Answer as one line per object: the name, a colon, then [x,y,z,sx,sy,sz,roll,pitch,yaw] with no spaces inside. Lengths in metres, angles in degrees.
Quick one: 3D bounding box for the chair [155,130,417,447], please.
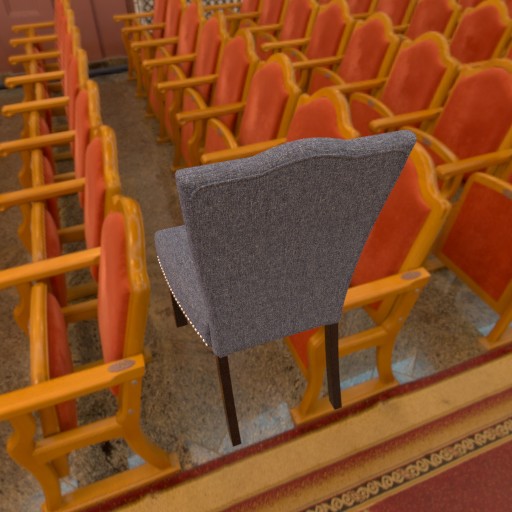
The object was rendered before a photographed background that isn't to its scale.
chair: [0.000,0.000,1.301,0.518,0.946,0.589,-14,41,-16]
